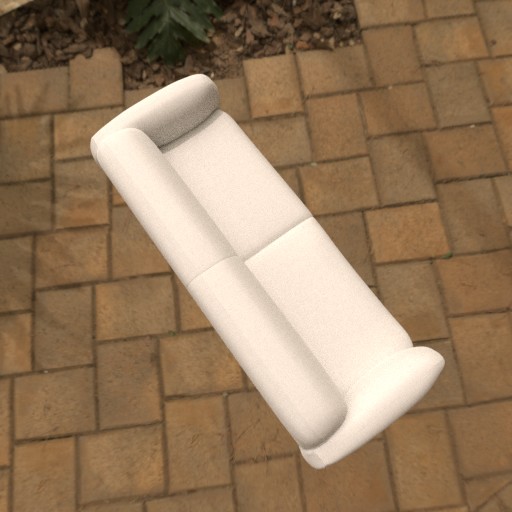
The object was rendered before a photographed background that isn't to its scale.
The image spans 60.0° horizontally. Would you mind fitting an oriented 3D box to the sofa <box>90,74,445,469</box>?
[{"bbox_3d":[0.000,0.000,2.580,0.880,0.780,2.257,-35,77,-9],"label":"sofa"}]
